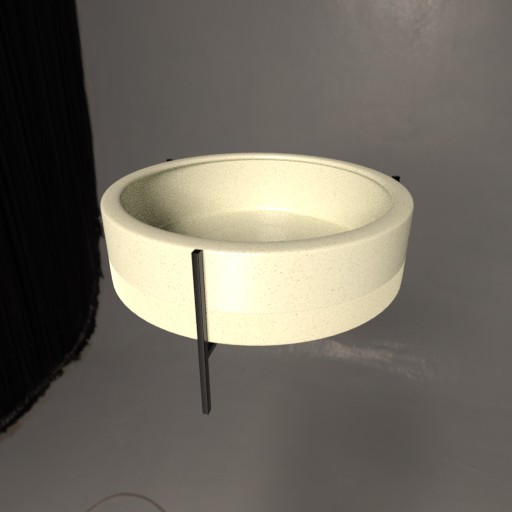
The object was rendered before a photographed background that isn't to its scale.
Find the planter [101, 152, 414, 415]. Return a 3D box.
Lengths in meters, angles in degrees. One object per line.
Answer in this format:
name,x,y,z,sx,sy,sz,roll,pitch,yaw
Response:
planter,0.000,0.000,0.529,0.336,0.171,0.345,7,27,14
